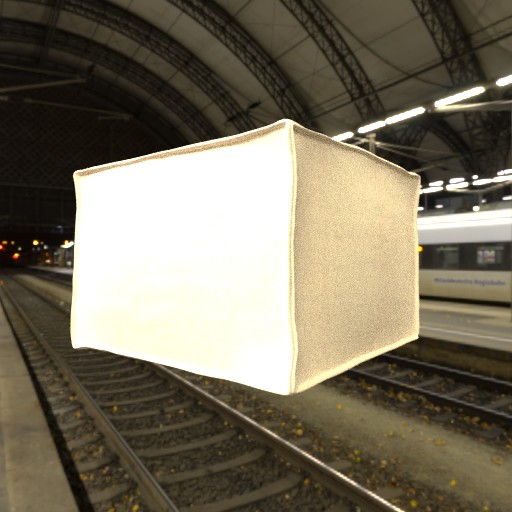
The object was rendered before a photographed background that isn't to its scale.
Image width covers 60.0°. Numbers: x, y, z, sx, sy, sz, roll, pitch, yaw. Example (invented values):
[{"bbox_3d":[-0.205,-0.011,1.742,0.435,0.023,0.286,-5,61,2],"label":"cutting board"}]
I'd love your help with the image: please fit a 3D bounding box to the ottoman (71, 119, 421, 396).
[{"bbox_3d":[0.000,0.000,1.176,0.696,0.470,0.707,0,0,37],"label":"ottoman"}]
